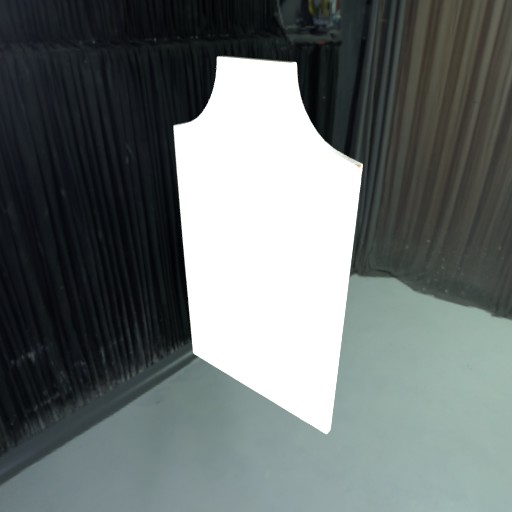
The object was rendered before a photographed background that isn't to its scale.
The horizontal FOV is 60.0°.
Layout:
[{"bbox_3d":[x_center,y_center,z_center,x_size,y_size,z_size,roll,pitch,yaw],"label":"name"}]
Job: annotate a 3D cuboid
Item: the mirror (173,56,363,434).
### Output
[{"bbox_3d":[0.000,0.000,0.879,0.403,0.717,0.022,22,36,33],"label":"mirror"}]
